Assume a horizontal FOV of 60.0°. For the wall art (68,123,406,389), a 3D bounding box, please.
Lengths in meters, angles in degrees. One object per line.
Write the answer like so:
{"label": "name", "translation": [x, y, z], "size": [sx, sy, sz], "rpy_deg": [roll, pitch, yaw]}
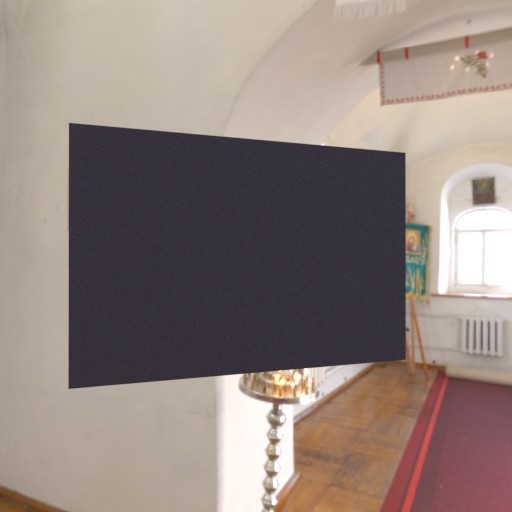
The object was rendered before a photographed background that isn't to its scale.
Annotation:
{"label": "wall art", "translation": [0.000, 0.000, 1.167], "size": [0.908, 0.604, 0.037], "rpy_deg": [0, 0, -18]}
